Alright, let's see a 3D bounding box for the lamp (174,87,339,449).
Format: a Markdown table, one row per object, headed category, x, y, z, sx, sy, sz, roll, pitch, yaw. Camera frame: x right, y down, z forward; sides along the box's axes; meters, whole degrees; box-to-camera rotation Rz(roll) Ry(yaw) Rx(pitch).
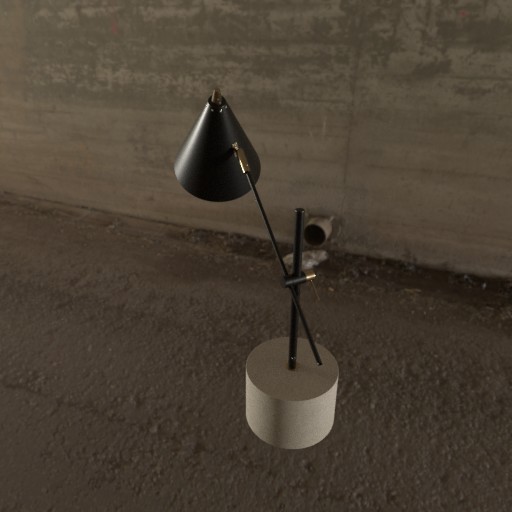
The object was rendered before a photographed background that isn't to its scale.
| category | x | y | z | sx | sy | sz | roll | pitch | yaw |
| --- | --- | --- | --- | --- | --- | --- | --- | --- | --- |
| lamp | 0.000 | 0.000 | 0.733 | 0.214 | 0.518 | 0.403 | -8 | 29 | -14 |
